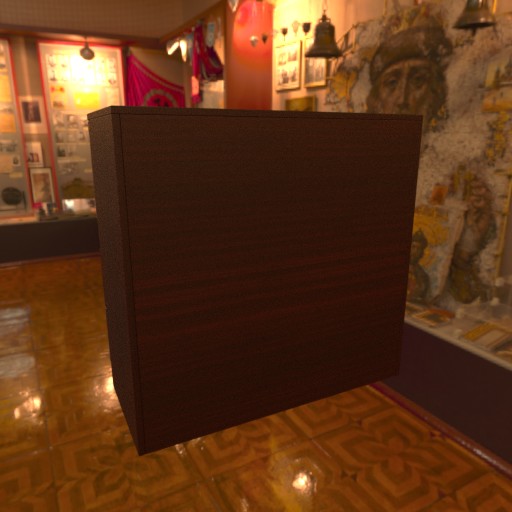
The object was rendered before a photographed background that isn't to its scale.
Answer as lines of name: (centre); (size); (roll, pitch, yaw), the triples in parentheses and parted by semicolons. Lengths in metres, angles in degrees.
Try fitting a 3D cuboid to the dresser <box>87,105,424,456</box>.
dresser: (0.000, 0.000, 1.182); (0.750, 0.720, 0.360); (-8, 17, -26)
